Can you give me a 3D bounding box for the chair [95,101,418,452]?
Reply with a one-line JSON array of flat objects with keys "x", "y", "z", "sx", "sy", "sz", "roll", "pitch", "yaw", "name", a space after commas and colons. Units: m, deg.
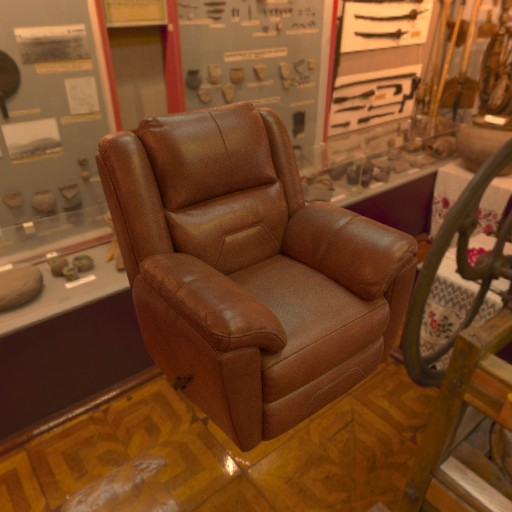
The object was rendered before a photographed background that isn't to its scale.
[{"x": 0.000, "y": 0.000, "z": 1.908, "sx": 0.990, "sy": 1.093, "sz": 1.041, "roll": -21, "pitch": 37, "yaw": -31, "name": "chair"}]
